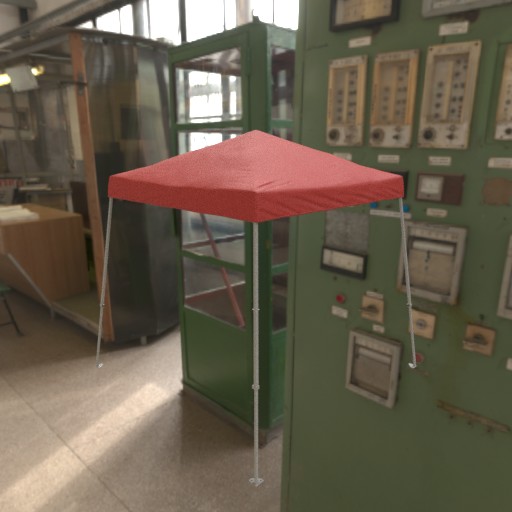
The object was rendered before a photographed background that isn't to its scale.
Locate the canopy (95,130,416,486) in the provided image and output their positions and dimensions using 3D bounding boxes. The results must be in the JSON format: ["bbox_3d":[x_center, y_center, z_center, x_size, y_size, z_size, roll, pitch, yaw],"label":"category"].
[{"bbox_3d":[0.000,0.000,6.581,3.599,3.600,3.600,14,20,43],"label":"canopy"}]
